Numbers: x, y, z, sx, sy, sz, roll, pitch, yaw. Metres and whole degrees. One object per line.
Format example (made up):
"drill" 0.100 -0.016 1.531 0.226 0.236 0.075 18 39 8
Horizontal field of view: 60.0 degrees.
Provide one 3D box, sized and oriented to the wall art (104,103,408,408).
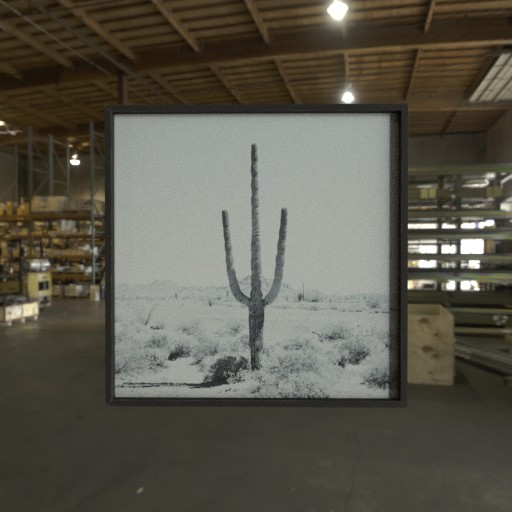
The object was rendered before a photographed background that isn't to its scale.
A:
"wall art" 0.000 0.000 0.465 0.305 0.305 0.038 0 1 1
